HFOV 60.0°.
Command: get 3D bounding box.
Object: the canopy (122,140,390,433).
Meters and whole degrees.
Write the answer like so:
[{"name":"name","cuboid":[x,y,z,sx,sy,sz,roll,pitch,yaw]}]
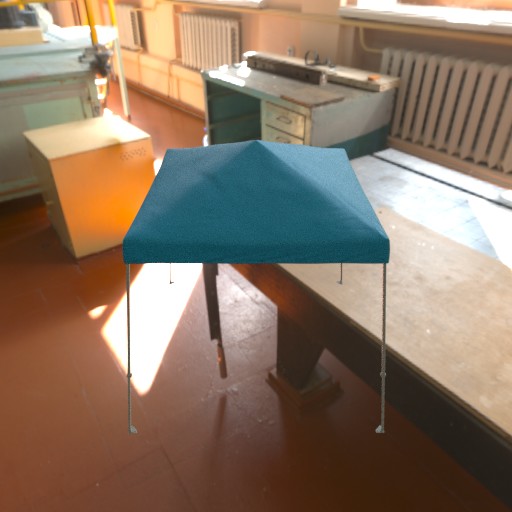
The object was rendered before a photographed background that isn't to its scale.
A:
[{"name":"canopy","cuboid":[0.000,0.000,5.351,2.848,2.849,2.849,0,33,0]}]
